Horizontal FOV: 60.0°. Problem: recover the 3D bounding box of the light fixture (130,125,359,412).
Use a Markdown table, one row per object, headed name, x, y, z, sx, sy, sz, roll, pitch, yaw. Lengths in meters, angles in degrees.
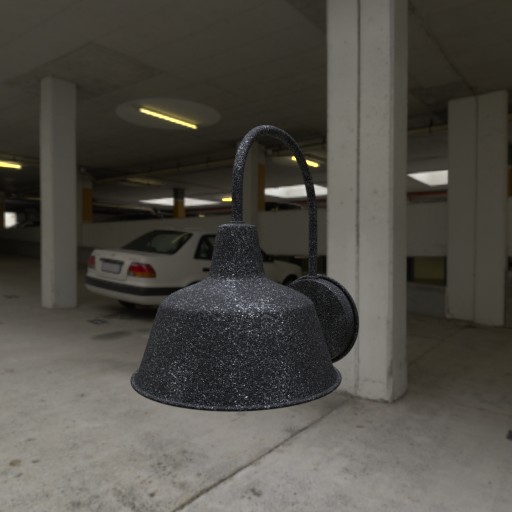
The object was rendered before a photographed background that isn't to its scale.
| name | x | y | z | sx | sy | sz | roll | pitch | yaw |
| --- | --- | --- | --- | --- | --- | --- | --- | --- | --- |
| light fixture | 0.000 | 0.000 | 0.491 | 0.216 | 0.300 | 0.283 | 1 | 1 | 36 |
